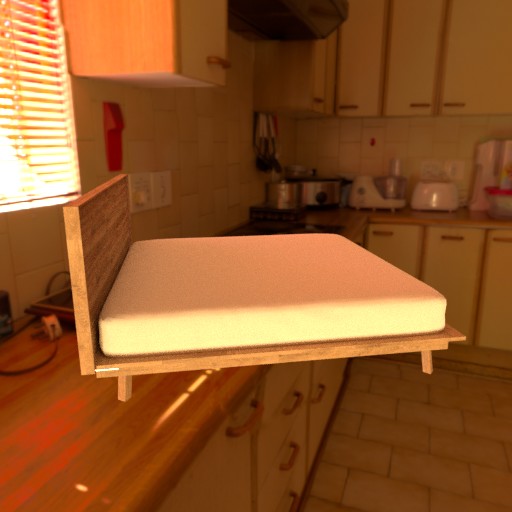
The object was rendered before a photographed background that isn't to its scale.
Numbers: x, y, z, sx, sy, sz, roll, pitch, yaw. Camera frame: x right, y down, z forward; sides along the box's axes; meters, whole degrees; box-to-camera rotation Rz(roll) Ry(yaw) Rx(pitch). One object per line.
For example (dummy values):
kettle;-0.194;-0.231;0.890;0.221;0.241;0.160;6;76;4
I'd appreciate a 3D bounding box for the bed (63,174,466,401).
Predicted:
bed;0.000;0.000;3.349;2.167;1.100;2.116;-2;15;-9
